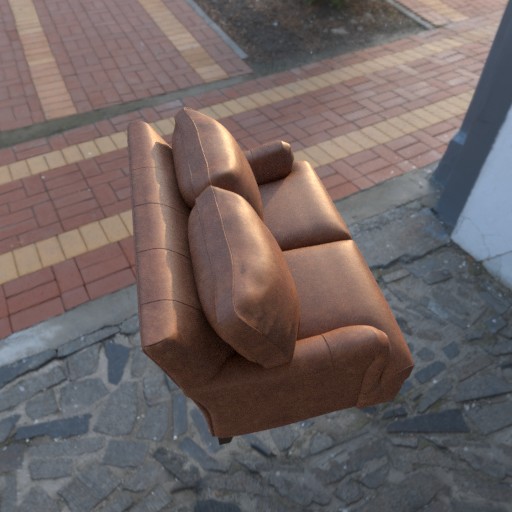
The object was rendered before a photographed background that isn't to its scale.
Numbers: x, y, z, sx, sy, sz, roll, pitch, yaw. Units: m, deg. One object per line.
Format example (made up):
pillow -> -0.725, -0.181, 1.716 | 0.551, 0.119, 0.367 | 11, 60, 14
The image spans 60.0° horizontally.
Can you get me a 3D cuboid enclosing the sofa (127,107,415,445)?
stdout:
sofa -> 0.000, 0.000, 2.247 | 1.077, 1.004, 1.527 | -10, 48, -9
